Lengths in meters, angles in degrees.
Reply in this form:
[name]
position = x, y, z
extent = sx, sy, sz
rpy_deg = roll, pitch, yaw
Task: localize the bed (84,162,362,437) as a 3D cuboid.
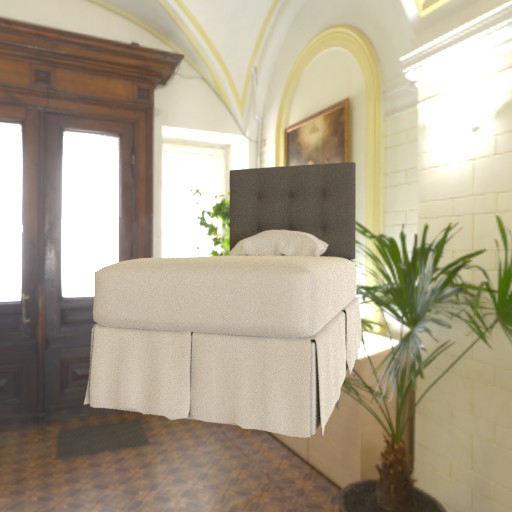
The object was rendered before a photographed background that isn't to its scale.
[bed]
position = 0.000, 0.000, 3.020
extent = 1.261, 1.571, 1.997
rpy_deg = 0, 0, 19
